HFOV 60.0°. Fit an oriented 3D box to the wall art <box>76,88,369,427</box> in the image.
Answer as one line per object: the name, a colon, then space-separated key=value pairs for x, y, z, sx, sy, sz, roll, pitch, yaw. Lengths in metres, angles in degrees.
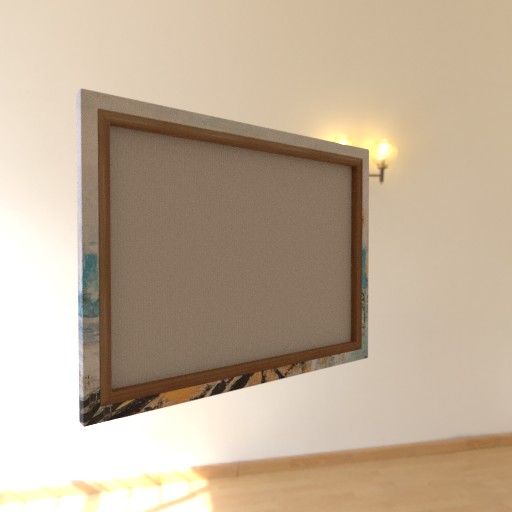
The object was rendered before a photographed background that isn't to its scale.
wall art: x=0.000 y=0.000 z=1.319 sx=1.016 sy=0.762 sz=0.038 roll=-1 pitch=2 yaw=-38
